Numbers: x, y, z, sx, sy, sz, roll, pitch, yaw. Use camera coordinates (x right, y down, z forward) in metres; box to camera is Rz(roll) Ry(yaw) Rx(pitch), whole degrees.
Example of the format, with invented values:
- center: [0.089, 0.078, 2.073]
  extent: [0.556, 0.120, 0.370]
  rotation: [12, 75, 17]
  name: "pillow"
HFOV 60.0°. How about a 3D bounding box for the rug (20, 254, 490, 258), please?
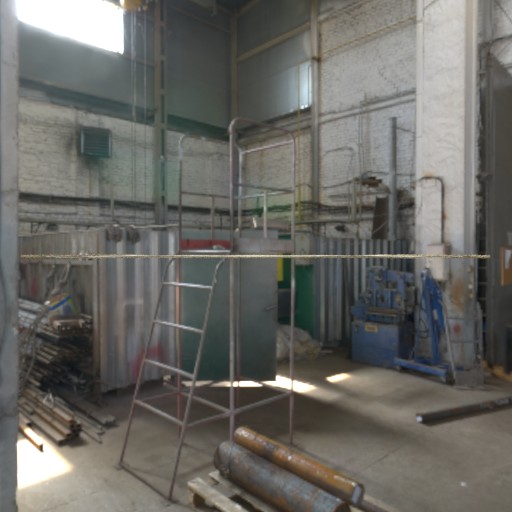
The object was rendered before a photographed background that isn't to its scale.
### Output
- center: [0.000, 0.000, 3.024]
  extent: [2.431, 0.025, 1.530]
  rotation: [0, 0, 1]
  name: "rug"
